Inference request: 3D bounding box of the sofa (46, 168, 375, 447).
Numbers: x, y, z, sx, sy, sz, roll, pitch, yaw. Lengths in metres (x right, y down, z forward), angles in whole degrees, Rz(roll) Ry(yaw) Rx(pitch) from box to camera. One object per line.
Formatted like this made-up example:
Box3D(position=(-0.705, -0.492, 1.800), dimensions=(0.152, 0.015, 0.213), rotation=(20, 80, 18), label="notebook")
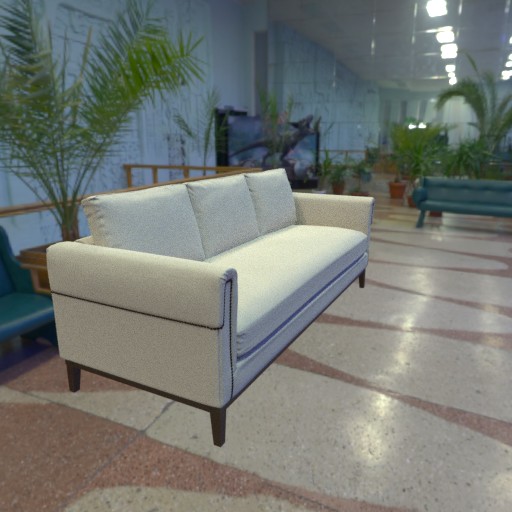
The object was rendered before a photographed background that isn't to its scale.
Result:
Box3D(position=(0.000, 0.000, 2.666), dimensions=(0.902, 0.911, 2.198), rotation=(8, 17, 27), label="sofa")
